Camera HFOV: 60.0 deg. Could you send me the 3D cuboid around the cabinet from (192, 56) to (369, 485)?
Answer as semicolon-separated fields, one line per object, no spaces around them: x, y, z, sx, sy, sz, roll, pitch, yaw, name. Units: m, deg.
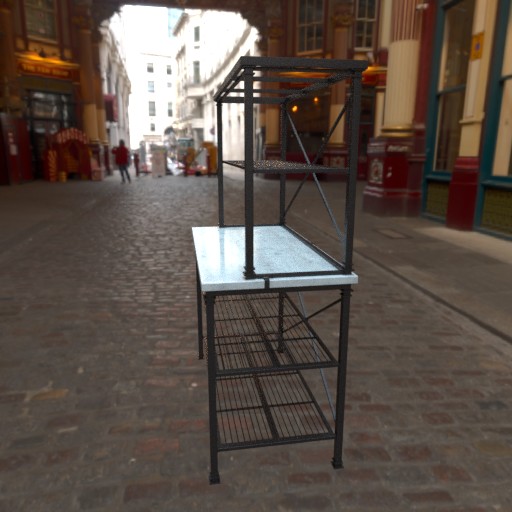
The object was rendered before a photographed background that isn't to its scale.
0.000;0.000;2.255;0.610;1.659;1.210;-2;14;-9;cabinet
